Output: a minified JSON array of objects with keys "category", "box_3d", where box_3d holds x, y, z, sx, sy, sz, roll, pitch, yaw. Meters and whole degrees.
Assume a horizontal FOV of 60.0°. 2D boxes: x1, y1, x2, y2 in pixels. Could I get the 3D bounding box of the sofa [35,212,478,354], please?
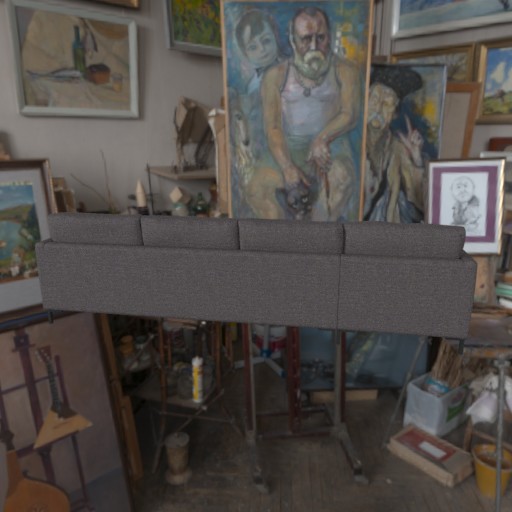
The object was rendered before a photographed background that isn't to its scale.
[{"category":"sofa","box_3d":[0.000,0.000,3.264,2.731,0.754,1.258,3,15,9]}]
